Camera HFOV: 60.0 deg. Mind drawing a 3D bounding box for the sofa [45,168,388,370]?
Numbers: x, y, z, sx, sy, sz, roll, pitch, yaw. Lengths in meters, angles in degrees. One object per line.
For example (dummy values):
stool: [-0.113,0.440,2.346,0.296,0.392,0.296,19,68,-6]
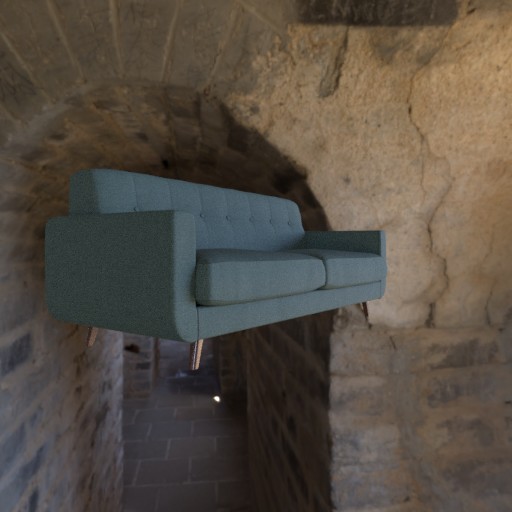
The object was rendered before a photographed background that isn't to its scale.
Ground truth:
sofa: [0.000,0.000,2.562,0.909,0.841,2.029,1,1,37]
